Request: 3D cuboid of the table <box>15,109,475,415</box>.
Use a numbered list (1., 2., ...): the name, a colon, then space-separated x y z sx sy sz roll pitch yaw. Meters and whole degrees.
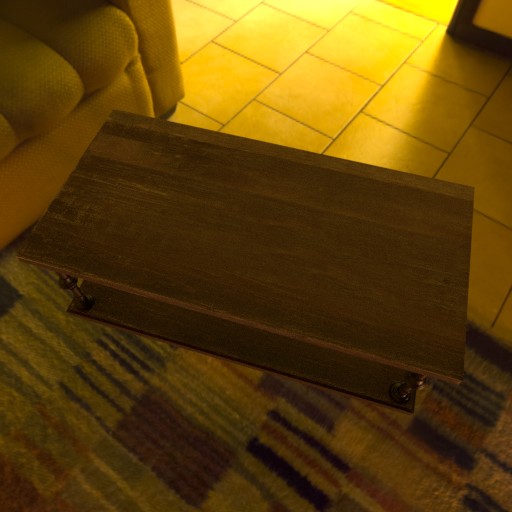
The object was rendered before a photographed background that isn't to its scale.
1. table: 0.000 0.000 1.322 1.088 0.373 0.554 14 60 8
